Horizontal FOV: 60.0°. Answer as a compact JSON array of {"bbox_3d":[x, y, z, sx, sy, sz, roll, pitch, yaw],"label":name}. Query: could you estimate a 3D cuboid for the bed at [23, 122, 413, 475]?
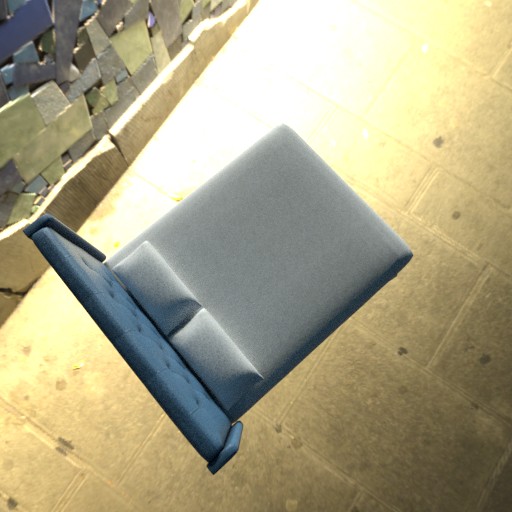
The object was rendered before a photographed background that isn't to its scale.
[{"bbox_3d":[0.000,0.000,3.310,2.078,1.665,1.719,-40,80,-9],"label":"bed"}]
